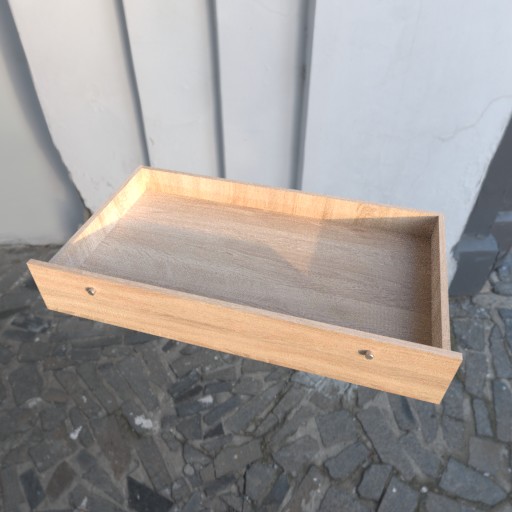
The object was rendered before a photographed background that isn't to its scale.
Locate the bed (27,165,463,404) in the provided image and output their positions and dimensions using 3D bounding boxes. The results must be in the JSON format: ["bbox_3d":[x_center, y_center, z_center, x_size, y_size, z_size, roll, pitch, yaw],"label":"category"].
[{"bbox_3d":[0.000,0.000,1.469,1.200,0.209,0.685,11,43,12],"label":"bed"}]
